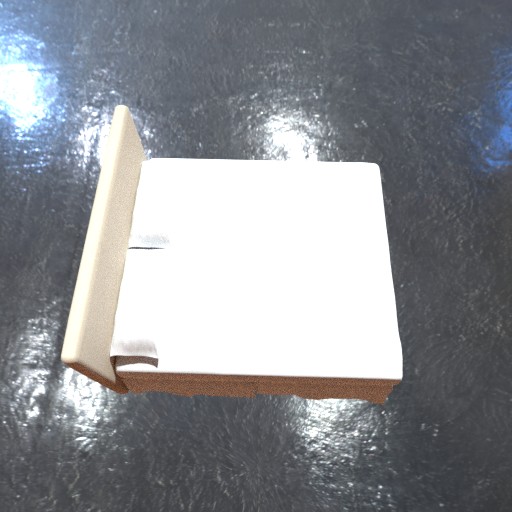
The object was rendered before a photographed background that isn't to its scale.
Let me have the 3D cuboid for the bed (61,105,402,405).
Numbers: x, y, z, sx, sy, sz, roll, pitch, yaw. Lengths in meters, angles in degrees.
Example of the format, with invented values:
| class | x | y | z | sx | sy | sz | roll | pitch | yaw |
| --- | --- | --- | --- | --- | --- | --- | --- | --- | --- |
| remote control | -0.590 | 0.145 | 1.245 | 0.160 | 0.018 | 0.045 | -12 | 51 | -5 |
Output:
| class | x | y | z | sx | sy | sz | roll | pitch | yaw |
| --- | --- | --- | --- | --- | --- | --- | --- | --- | --- |
| bed | 0.000 | 0.000 | 3.639 | 2.319 | 1.317 | 2.119 | 1 | 64 | 1 |
